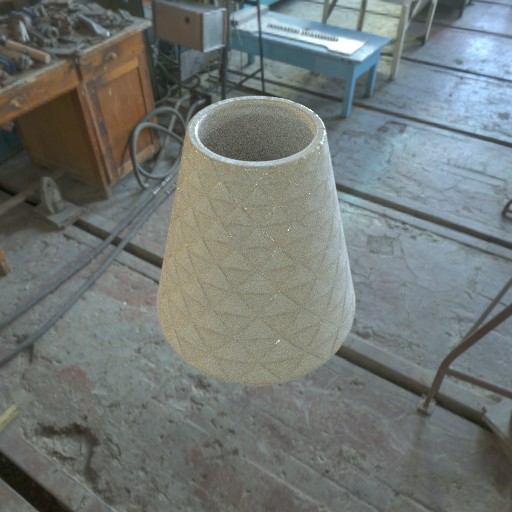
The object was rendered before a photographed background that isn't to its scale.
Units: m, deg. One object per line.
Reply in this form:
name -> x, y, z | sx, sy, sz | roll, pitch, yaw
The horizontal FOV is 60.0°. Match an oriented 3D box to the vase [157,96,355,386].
vase -> 0.000, 0.000, 0.360 | 0.175, 0.230, 0.175 | 0, 46, 0
